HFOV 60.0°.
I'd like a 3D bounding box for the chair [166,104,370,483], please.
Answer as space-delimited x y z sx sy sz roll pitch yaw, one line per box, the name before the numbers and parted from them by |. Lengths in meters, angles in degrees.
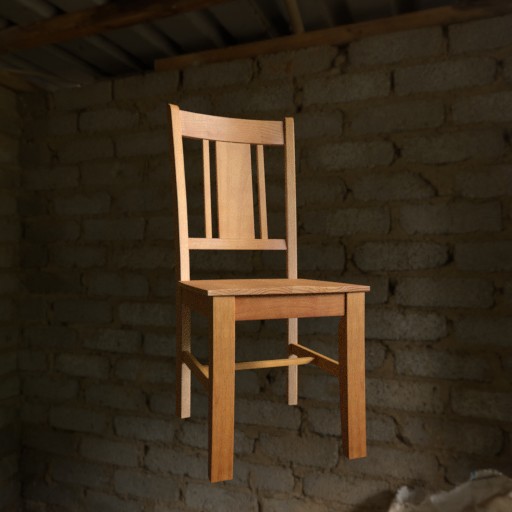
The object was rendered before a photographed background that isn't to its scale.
chair | 0.000 0.000 1.290 0.450 0.998 0.556 0 0 -19
